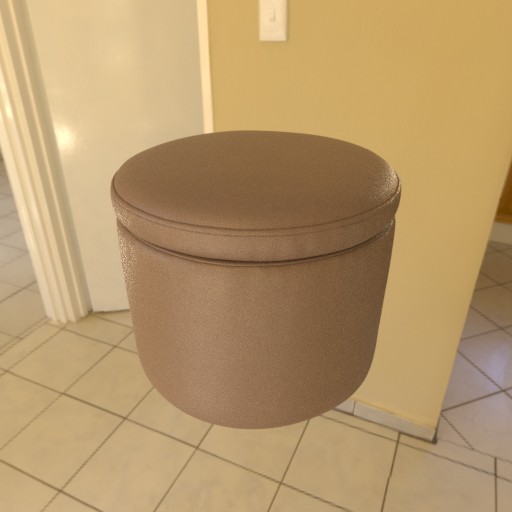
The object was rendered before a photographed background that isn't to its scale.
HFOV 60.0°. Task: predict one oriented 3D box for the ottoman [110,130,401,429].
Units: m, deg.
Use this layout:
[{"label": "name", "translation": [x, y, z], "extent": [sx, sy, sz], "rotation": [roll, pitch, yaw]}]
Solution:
[{"label": "ottoman", "translation": [0.000, 0.000, 0.865], "extent": [0.500, 0.409, 0.500], "rotation": [0, 29, 0]}]
